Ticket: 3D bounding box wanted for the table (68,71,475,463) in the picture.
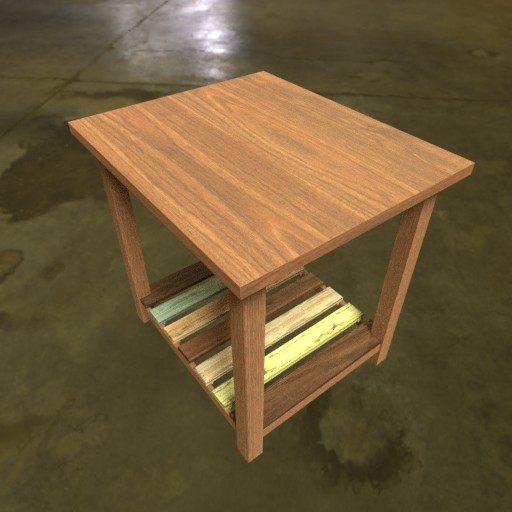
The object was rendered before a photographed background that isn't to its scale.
[{"bbox_3d":[0.000,0.000,1.133,0.559,0.635,0.660,-27,47,-27],"label":"table"}]
